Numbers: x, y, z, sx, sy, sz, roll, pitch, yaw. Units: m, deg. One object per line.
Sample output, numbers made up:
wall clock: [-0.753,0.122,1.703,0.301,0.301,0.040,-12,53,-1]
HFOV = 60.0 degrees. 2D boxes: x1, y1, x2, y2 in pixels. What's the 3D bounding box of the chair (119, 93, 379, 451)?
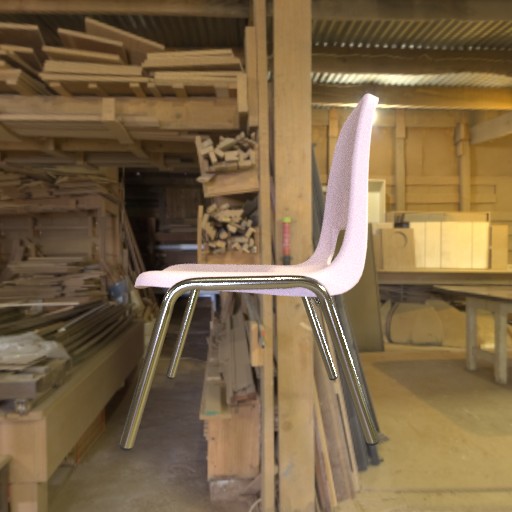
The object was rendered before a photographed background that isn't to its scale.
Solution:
chair: [0.000,0.000,0.786,0.385,0.537,0.354,0,1,0]
